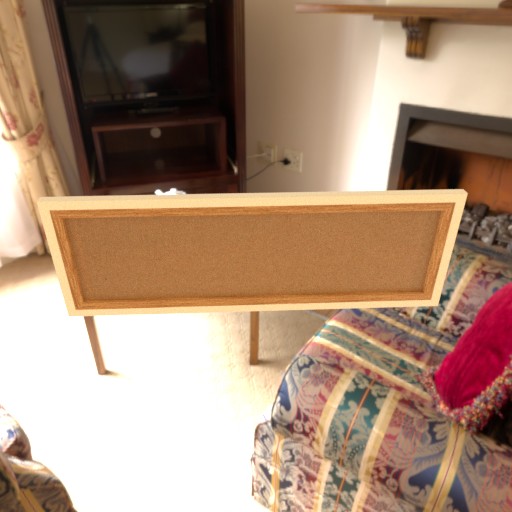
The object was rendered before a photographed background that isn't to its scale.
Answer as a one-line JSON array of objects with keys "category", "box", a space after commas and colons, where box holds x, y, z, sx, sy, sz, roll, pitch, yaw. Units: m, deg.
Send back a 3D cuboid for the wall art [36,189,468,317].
[{"category": "wall art", "box": [0.000, 0.000, 1.708, 1.520, 0.507, 0.044, -1, 31, -2]}]
